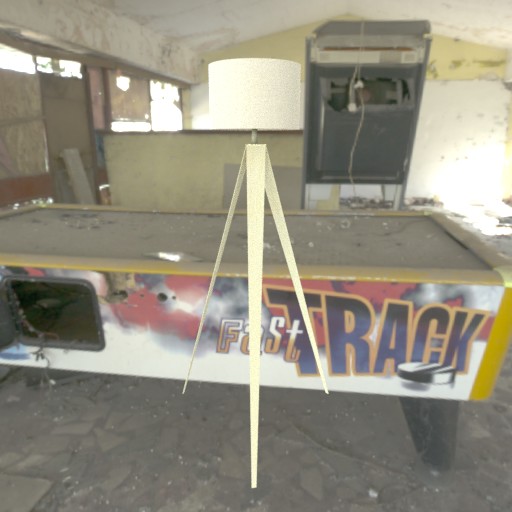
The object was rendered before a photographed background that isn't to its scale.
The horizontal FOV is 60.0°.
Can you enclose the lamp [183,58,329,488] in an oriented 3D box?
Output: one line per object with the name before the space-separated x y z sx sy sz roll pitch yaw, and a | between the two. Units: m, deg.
lamp | 0.000 0.000 1.942 0.716 1.524 0.724 -14 20 -42
